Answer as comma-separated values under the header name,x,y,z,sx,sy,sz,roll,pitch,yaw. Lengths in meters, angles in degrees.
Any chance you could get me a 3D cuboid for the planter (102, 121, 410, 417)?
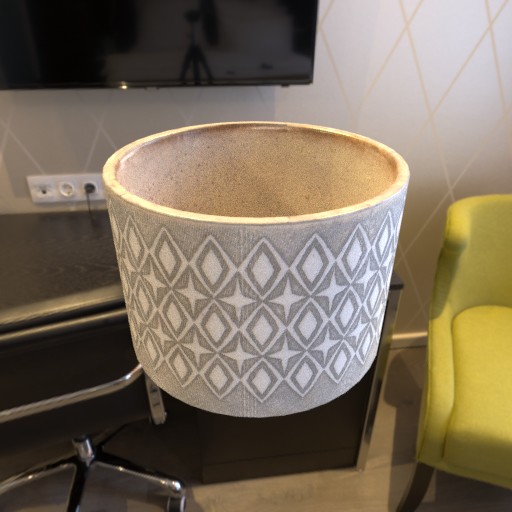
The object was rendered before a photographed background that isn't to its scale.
name,x,y,z,sx,sy,sz,roll,pitch,yaw
planter,0.000,0.000,0.316,0.186,0.144,0.186,0,31,0
